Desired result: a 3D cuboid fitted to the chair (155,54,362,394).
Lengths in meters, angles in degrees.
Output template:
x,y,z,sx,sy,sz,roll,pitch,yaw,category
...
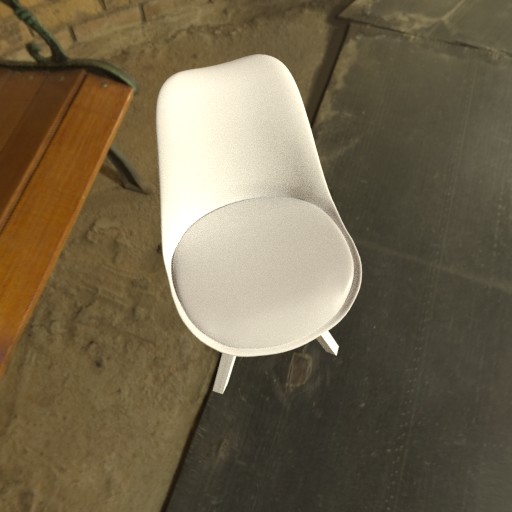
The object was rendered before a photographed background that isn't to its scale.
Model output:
x,y,z,sx,sy,sz,roll,pitch,yaw,category
0.000,0.000,1.213,0.485,0.850,0.550,-17,65,-8,chair
